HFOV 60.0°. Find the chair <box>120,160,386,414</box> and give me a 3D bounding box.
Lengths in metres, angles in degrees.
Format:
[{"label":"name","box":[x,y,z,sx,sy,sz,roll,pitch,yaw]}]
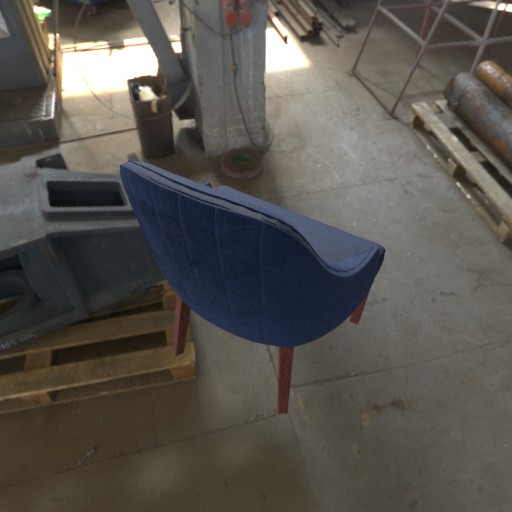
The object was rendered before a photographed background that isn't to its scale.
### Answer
[{"label":"chair","box":[0.000,0.000,1.301,0.643,0.889,0.575,23,52,20]}]
